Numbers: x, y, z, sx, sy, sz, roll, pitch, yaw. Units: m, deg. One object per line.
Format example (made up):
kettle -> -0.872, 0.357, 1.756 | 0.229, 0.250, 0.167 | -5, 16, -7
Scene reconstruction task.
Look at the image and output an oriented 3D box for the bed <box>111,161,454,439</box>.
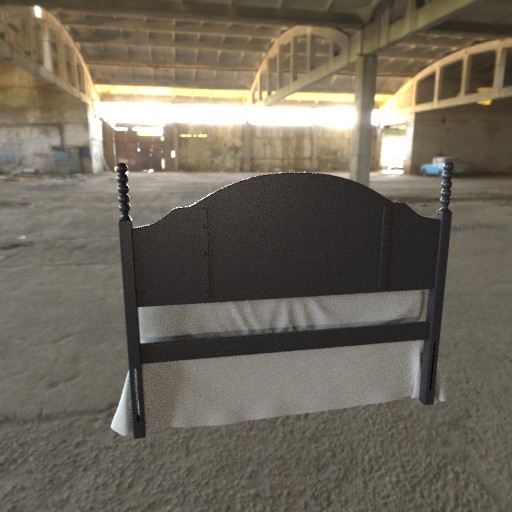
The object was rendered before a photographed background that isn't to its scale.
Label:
bed -> 0.000, 0.000, 3.186 | 1.873, 1.356, 2.040 | -2, 13, -11
